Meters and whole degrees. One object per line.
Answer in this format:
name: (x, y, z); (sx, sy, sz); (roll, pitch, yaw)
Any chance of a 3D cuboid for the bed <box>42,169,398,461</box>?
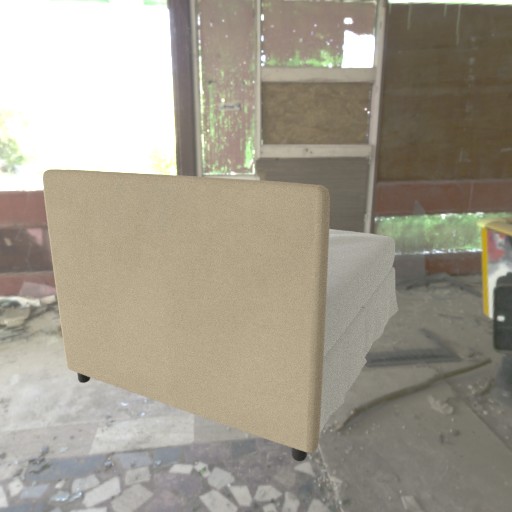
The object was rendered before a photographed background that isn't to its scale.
bed: (0.000, 0.000, 3.165); (1.723, 1.330, 2.142); (8, 18, 27)
